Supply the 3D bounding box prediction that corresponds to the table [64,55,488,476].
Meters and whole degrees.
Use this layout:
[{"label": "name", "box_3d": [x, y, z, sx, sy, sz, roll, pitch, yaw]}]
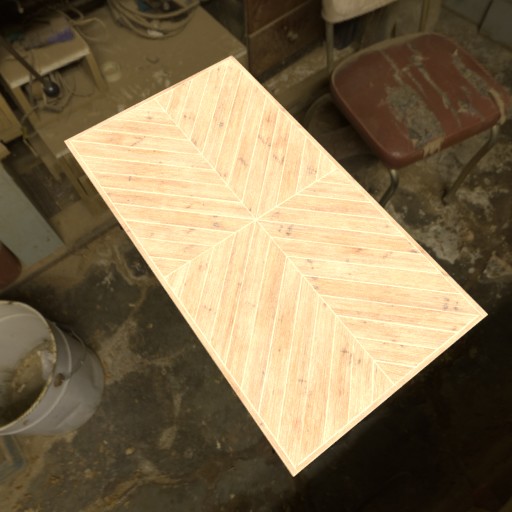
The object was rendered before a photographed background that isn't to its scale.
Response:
[{"label": "table", "box_3d": [0.000, 0.000, 2.310, 0.991, 0.762, 1.803, -33, 69, -14]}]
